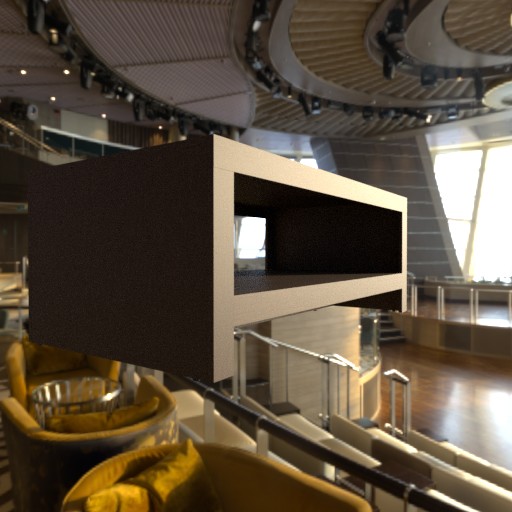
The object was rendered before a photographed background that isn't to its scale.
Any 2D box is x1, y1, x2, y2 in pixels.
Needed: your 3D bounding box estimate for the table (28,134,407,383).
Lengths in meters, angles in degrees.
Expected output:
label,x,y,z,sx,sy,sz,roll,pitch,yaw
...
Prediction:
label,x,y,z,sx,sy,sz,roll,pitch,yaw
table,0.000,0.000,1.368,0.597,0.424,1.099,0,1,35
